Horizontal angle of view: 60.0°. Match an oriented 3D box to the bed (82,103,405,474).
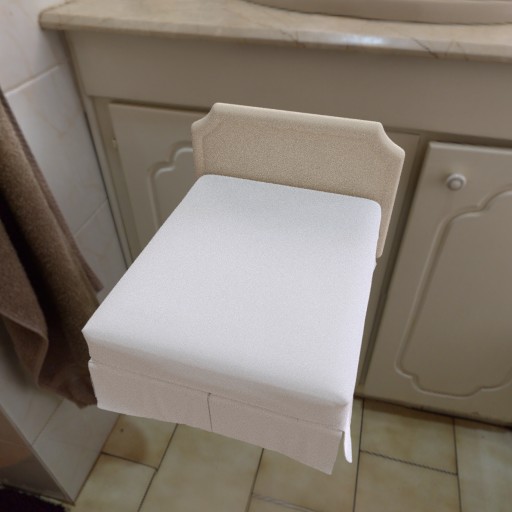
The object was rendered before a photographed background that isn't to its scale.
[{"bbox_3d":[0.000,0.000,3.202,1.827,1.296,2.209,11,42,13],"label":"bed"}]
